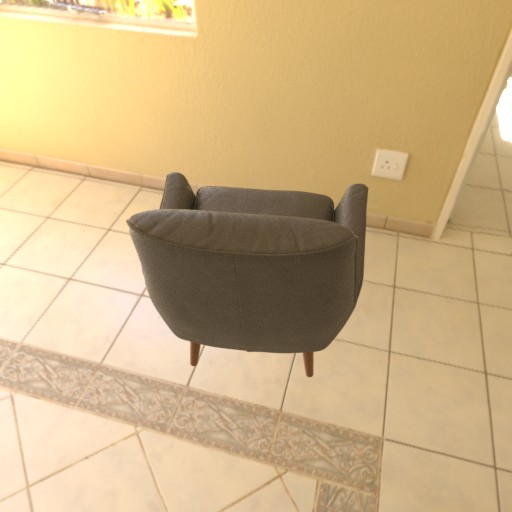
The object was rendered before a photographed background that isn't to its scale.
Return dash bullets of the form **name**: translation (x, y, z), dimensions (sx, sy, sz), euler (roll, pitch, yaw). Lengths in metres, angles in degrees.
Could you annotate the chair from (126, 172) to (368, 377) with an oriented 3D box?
- **chair**: translation (0.000, 0.000, 1.495), dimensions (0.787, 0.888, 0.822), euler (4, 46, 4)
